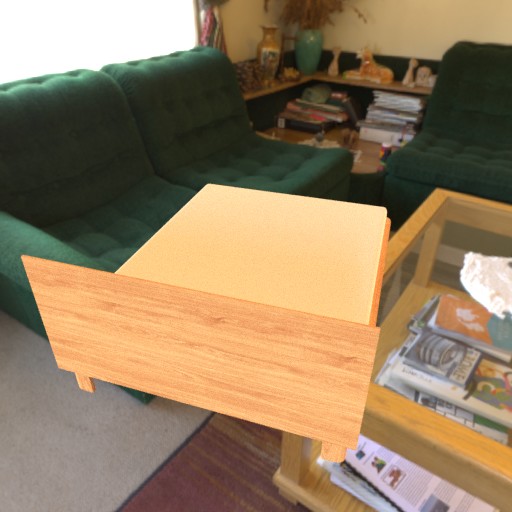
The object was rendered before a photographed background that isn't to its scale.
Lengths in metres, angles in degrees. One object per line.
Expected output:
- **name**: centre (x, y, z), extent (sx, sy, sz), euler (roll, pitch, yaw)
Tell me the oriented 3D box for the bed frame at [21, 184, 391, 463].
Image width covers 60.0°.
- **bed frame**: centre (0.000, 0.000, 2.969), extent (1.660, 0.940, 2.092), euler (10, 34, 15)
